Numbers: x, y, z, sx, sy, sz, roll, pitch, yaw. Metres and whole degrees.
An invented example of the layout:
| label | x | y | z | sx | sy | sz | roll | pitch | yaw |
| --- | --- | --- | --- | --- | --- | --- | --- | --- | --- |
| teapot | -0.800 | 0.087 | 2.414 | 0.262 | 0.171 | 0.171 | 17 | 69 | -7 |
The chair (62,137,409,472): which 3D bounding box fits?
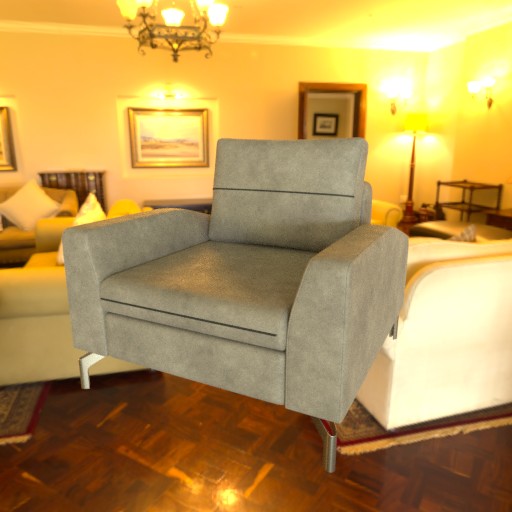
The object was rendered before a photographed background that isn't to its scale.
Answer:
| label | x | y | z | sx | sy | sz | roll | pitch | yaw |
| --- | --- | --- | --- | --- | --- | --- | --- | --- | --- |
| chair | 0.000 | 0.000 | 1.545 | 0.900 | 0.800 | 0.900 | 7 | 16 | 26 |
